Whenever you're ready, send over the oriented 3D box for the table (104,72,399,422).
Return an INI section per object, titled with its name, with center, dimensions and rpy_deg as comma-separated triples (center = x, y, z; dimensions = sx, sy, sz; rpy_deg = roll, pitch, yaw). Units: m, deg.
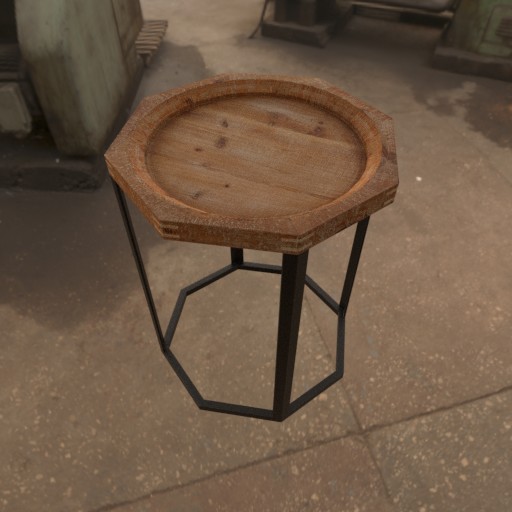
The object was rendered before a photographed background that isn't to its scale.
[table]
center = 0.000, 0.000, 0.883
dimensions = 0.458, 0.543, 0.458
rpy_deg = -10, 47, -9
